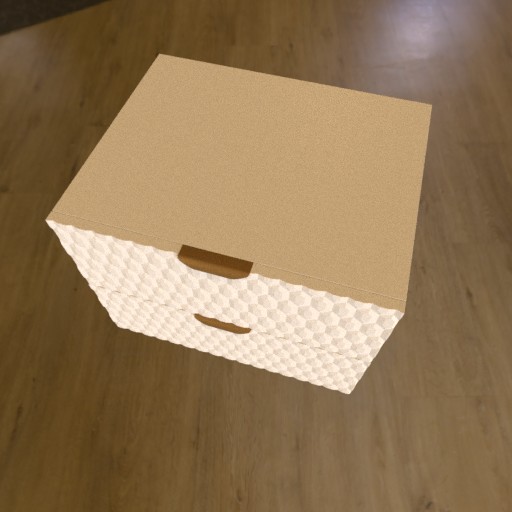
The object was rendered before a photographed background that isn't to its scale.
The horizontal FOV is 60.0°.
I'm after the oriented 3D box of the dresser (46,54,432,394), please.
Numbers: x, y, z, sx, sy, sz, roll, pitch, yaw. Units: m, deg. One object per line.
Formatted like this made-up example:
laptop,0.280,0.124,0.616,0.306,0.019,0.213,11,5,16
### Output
dresser,0.000,0.000,0.929,0.503,0.568,0.414,14,59,9
